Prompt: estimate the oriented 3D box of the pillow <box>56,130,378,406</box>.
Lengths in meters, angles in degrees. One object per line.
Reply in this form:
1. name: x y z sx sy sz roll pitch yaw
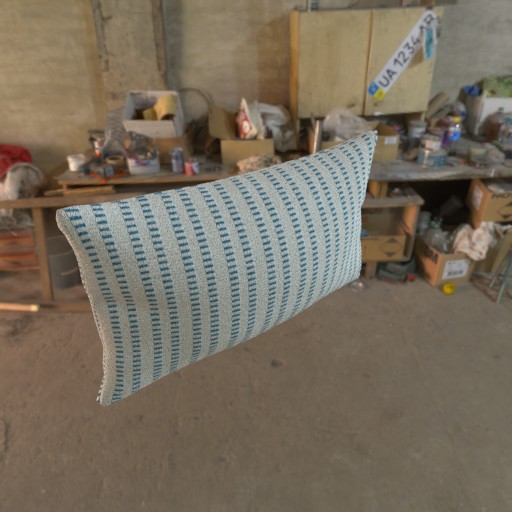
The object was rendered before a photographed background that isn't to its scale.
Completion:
1. pillow: 0.000 0.000 0.804 0.640 0.353 0.210 -22 37 -33
